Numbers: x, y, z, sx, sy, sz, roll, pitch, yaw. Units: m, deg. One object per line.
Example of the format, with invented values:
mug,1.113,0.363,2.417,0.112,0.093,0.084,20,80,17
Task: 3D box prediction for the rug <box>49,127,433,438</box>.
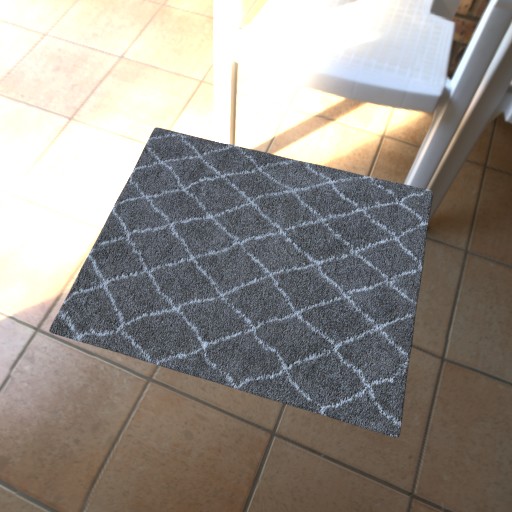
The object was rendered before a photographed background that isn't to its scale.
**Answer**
rug,0.000,0.000,4.178,3.047,0.029,2.438,15,64,7
